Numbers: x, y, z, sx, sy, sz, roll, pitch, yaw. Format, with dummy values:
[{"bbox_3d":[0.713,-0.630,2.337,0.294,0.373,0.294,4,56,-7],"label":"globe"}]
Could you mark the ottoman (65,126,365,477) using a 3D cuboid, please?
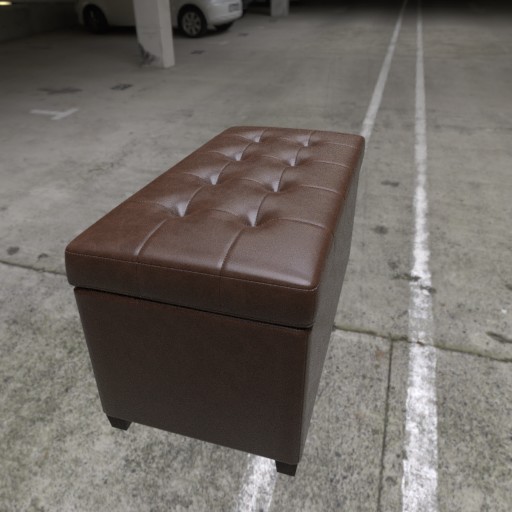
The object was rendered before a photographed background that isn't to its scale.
[{"bbox_3d":[0.000,0.000,1.117,0.432,0.470,0.838,9,31,14],"label":"ottoman"}]
